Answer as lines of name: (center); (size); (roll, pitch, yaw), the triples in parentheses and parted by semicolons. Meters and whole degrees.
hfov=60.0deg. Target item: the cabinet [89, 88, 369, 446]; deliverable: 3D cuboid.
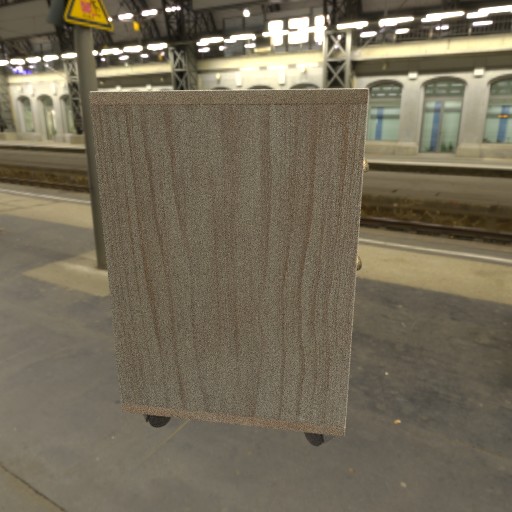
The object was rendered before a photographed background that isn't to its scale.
cabinet: (0.000, 0.000, 0.859); (0.401, 0.579, 0.409); (3, 17, 9)
